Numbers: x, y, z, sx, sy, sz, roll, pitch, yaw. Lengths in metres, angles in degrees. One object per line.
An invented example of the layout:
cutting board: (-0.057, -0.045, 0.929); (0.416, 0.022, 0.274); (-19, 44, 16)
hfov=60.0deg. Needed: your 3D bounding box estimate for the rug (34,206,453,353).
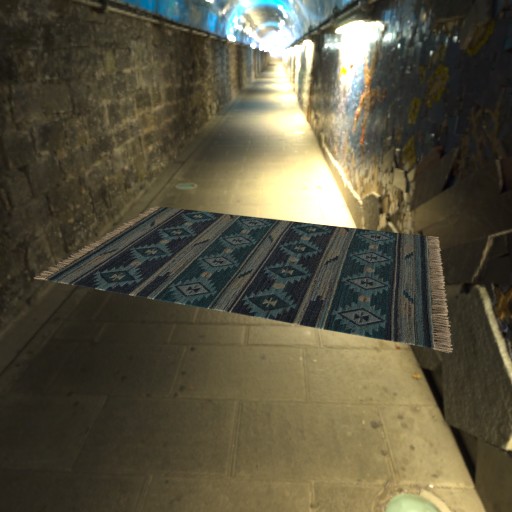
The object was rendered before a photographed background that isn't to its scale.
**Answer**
rug: (0.000, 0.000, 2.423); (1.936, 0.028, 1.181); (8, 26, 16)
